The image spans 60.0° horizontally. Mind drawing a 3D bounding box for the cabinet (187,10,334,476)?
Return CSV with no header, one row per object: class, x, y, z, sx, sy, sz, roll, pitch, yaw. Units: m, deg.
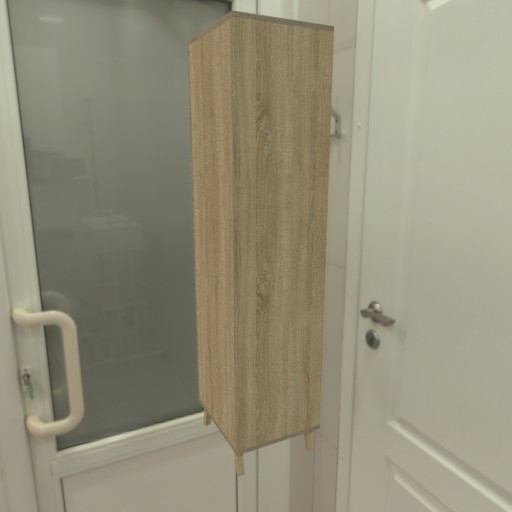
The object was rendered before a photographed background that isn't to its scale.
cabinet,0.000,0.000,2.131,0.450,1.960,0.510,-6,14,-26
